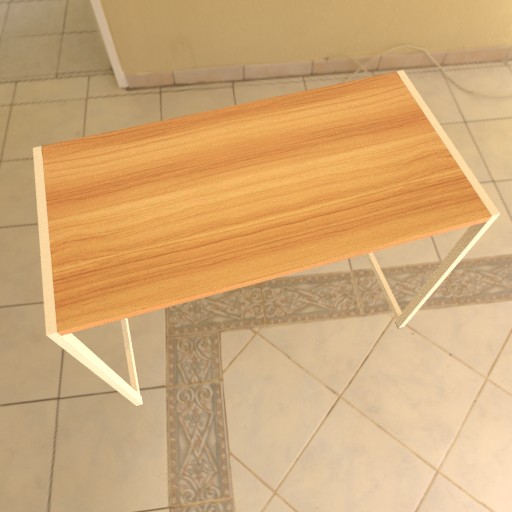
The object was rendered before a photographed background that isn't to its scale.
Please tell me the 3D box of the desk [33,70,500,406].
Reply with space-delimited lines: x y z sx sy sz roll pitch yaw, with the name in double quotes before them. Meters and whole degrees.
"desk" 0.000 0.000 1.391 1.016 0.762 0.508 -15 62 -8
